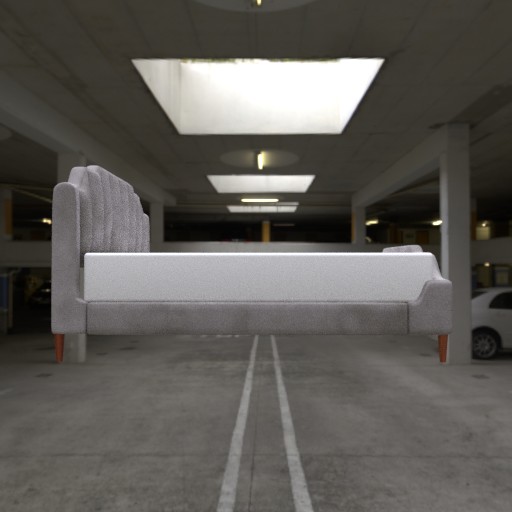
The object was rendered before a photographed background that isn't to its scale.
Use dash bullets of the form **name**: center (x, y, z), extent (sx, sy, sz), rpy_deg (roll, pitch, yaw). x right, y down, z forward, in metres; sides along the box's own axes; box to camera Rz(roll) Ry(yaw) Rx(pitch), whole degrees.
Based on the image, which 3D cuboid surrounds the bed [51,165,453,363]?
- **bed**: center (0.000, 0.000, 3.374), extent (2.340, 1.245, 1.676), rpy_deg (0, -1, 1)
